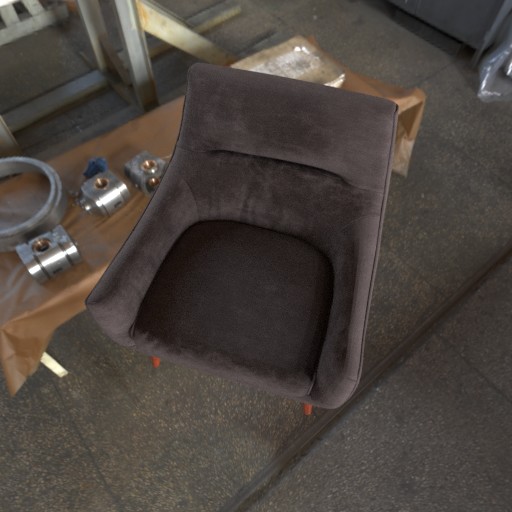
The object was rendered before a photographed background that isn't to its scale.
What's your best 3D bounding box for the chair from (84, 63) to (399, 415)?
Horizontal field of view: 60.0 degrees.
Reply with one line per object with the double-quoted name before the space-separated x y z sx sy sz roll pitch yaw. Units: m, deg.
"chair" 0.000 0.000 1.443 0.762 0.838 0.787 15 60 9
